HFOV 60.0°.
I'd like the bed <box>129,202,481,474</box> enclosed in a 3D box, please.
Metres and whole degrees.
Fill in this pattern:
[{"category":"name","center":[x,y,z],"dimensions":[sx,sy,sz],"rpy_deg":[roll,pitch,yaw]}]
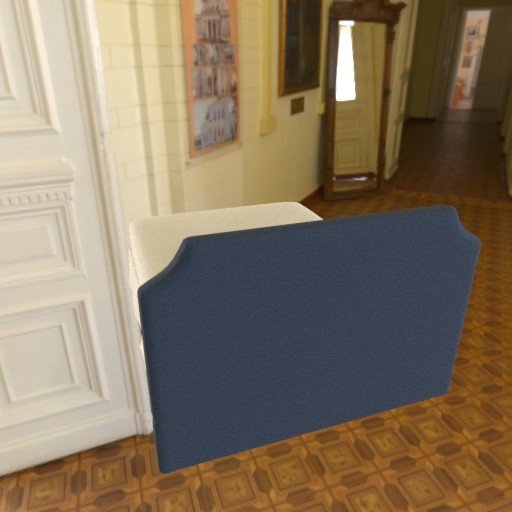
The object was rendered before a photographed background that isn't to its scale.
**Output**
[{"category":"bed","center":[0.000,0.000,3.248],"dimensions":[1.831,1.297,2.260],"rpy_deg":[-8,26,-17]}]
